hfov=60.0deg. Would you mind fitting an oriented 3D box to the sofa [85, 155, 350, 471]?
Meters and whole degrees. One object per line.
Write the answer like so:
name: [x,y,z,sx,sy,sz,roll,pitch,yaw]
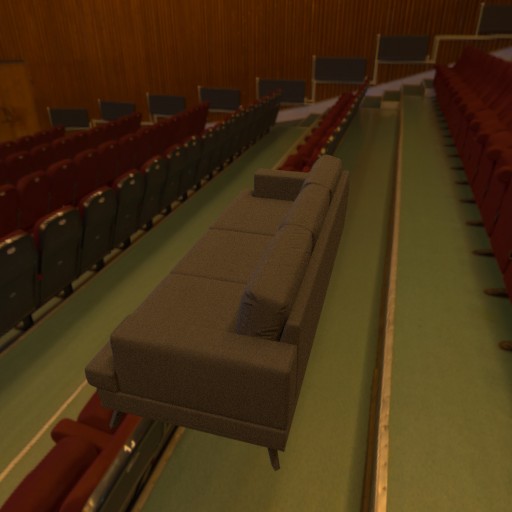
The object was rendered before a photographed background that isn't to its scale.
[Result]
sofa: [0.000,0.000,2.771,0.920,0.810,2.310,8,30,14]
